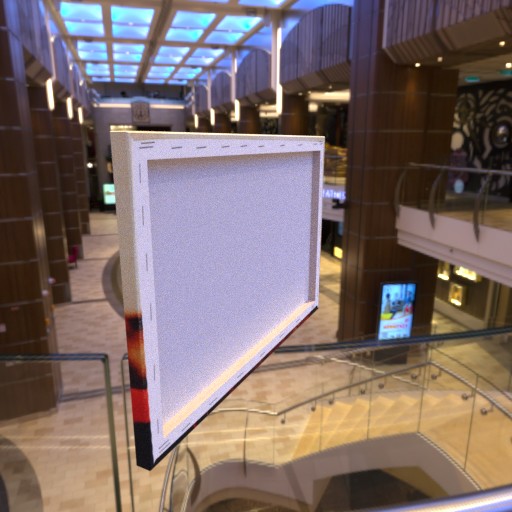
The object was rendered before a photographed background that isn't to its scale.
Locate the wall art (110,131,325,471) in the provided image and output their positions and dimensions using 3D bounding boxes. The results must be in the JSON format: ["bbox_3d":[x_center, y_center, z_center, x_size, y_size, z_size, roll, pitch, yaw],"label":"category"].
[{"bbox_3d":[0.000,0.000,1.140,0.038,0.602,0.918,7,16,26],"label":"wall art"}]
